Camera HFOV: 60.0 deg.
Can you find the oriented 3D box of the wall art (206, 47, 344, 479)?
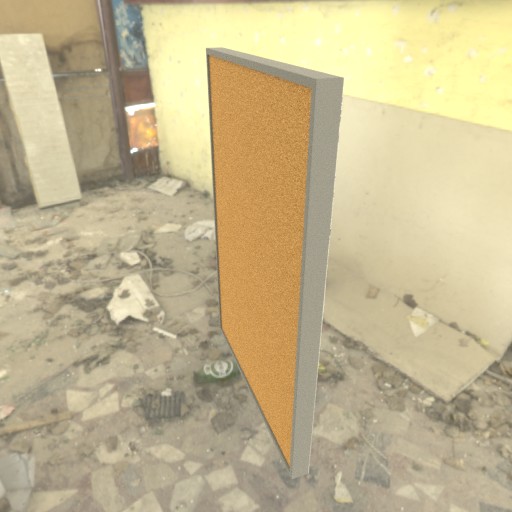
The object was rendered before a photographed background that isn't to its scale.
[{"bbox_3d":[0.000,0.000,0.921,0.039,0.753,0.511,-10,31,-18],"label":"wall art"}]
